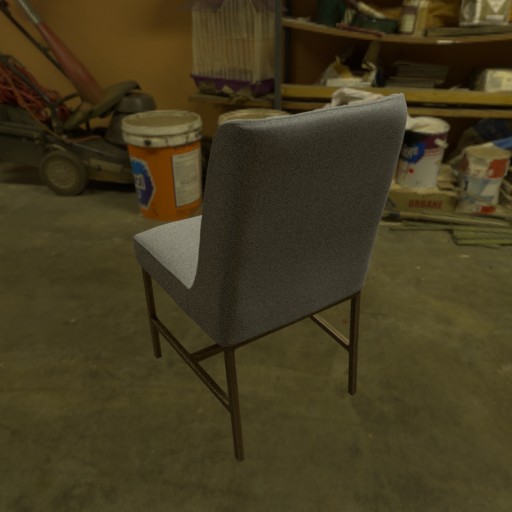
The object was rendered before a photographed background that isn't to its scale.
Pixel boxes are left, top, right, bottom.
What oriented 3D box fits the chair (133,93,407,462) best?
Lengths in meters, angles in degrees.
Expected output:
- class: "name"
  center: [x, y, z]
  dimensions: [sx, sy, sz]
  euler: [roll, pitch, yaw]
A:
- class: "chair"
  center: [0.000, 0.000, 1.226]
  dimensions: [0.508, 0.889, 0.587]
  euler: [-18, 34, -29]
